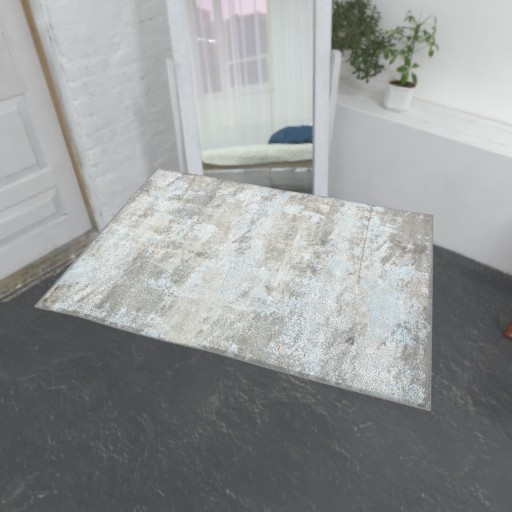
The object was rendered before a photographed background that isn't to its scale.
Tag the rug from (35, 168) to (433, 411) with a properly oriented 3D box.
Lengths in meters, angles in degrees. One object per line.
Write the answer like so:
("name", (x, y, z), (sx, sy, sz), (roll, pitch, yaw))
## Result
("rug", (0.000, 0.000, 4.332), (3.307, 0.013, 2.393), (12, 44, 12))
